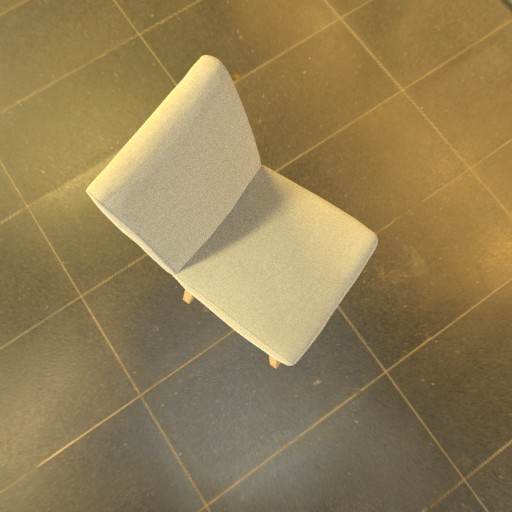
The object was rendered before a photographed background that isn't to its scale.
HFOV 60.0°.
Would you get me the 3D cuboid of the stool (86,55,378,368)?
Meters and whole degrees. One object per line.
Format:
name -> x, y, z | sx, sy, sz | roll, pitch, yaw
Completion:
stool -> 0.000, 0.000, 1.315 | 0.543, 1.015, 0.446 | 35, 79, 8
